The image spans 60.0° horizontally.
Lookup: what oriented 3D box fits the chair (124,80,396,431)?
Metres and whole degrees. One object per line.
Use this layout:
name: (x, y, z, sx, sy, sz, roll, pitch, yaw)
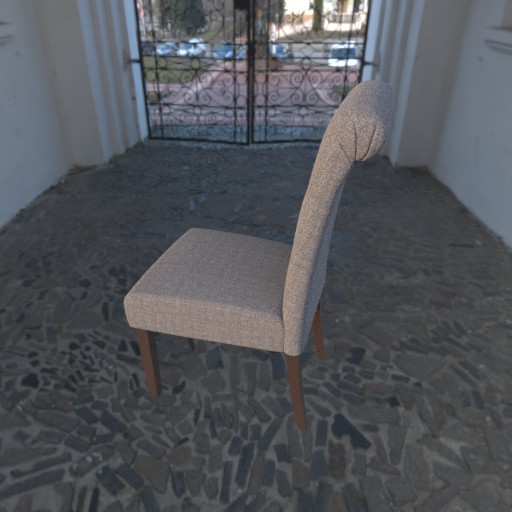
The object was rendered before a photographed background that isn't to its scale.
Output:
chair: (0.000, 0.000, 1.351, 0.671, 1.006, 0.456, 9, 32, 15)
